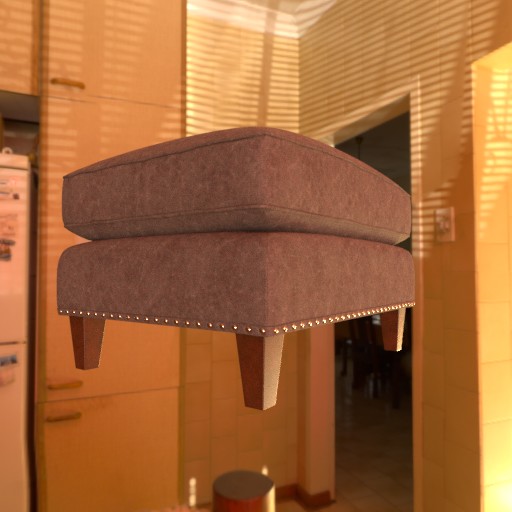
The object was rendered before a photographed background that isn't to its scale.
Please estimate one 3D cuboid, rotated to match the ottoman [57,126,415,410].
[{"bbox_3d":[0.000,0.000,1.122,0.584,0.513,0.741,-1,-2,36],"label":"ottoman"}]
